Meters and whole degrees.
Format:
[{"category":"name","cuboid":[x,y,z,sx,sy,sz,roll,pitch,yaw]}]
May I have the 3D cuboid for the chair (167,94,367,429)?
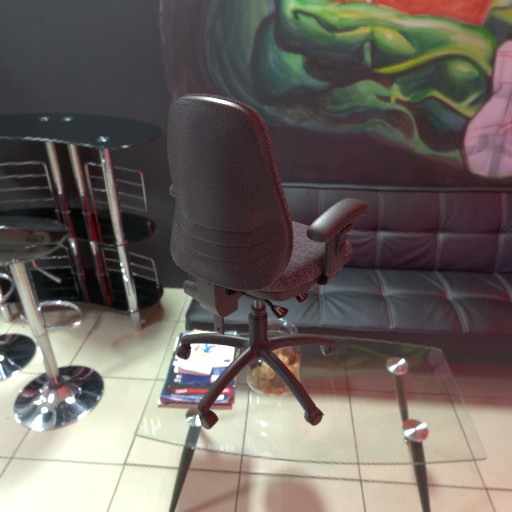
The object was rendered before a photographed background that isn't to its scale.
[{"category":"chair","cuboid":[0.000,0.000,1.257,0.550,0.910,0.530,20,35,32]}]
